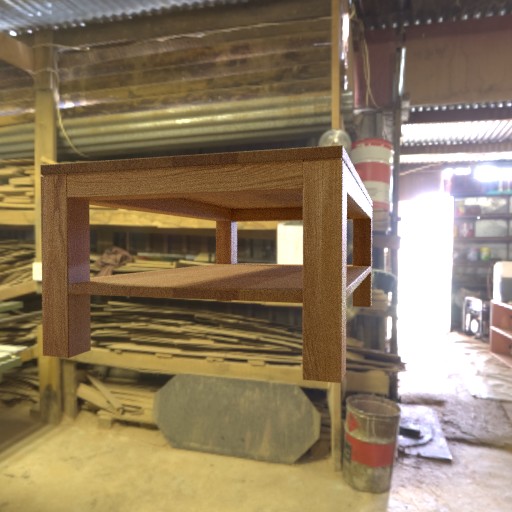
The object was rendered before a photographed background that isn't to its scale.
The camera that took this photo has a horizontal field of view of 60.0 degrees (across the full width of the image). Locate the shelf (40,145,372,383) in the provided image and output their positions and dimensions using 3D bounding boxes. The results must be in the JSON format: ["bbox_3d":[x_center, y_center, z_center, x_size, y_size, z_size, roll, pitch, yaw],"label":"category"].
[{"bbox_3d":[0.000,0.000,1.488,0.700,0.450,1.150,0,2,17],"label":"shelf"}]
